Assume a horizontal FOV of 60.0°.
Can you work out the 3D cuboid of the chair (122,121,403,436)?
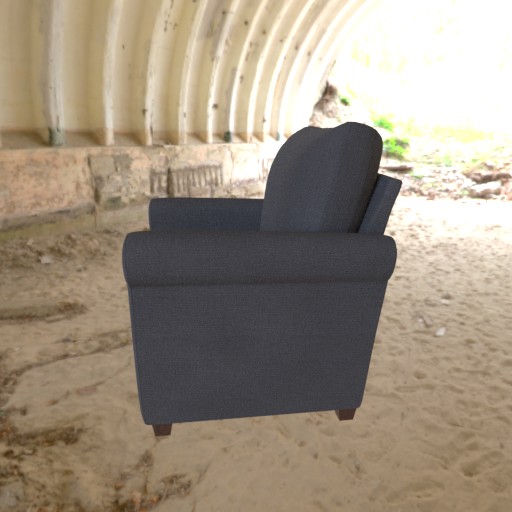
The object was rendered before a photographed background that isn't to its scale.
[{"bbox_3d":[0.000,0.000,1.647,0.828,0.942,0.867,-2,15,-7],"label":"chair"}]
